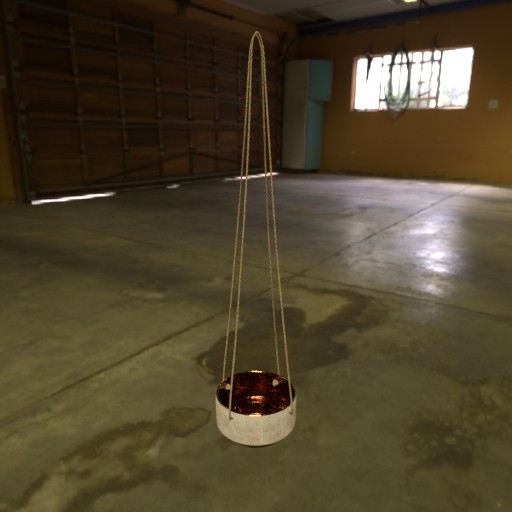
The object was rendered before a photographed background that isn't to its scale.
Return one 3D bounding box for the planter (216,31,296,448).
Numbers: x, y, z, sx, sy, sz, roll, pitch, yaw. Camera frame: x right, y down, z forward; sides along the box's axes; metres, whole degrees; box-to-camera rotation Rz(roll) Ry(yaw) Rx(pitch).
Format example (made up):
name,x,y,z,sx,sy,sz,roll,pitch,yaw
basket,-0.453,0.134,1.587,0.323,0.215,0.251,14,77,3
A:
name,x,y,z,sx,sy,sz,roll,pitch,yaw
planter,0.000,0.000,1.125,0.223,1.030,0.223,-3,16,-9
